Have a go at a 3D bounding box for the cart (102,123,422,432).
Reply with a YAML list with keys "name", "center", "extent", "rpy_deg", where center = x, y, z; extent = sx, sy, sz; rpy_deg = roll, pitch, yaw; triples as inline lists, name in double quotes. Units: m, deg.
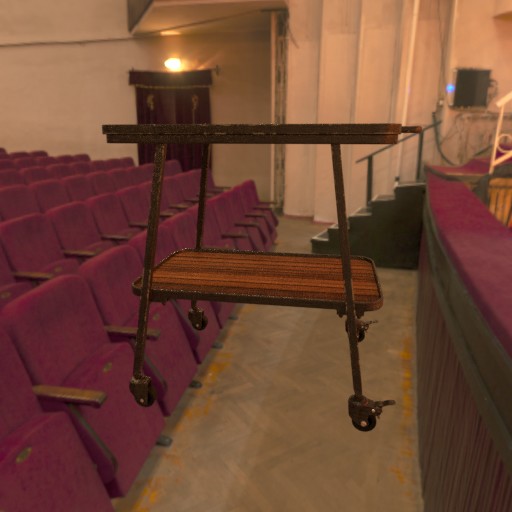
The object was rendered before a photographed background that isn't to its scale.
- name: "cart"
  center: [0.000, 0.000, 1.242]
  extent: [0.806, 0.700, 0.515]
  rpy_deg: [3, 16, 10]
